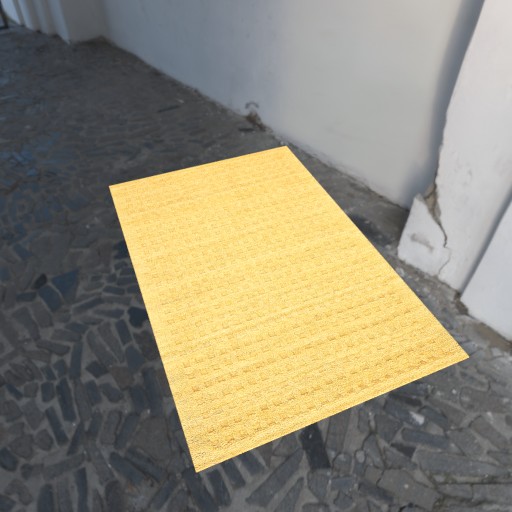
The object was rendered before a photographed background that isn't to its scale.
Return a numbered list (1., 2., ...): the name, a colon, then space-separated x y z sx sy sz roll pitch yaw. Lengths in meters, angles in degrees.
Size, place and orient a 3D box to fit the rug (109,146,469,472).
1. rug: 0.000 0.000 2.912 1.524 0.006 2.286 -16 48 -16
